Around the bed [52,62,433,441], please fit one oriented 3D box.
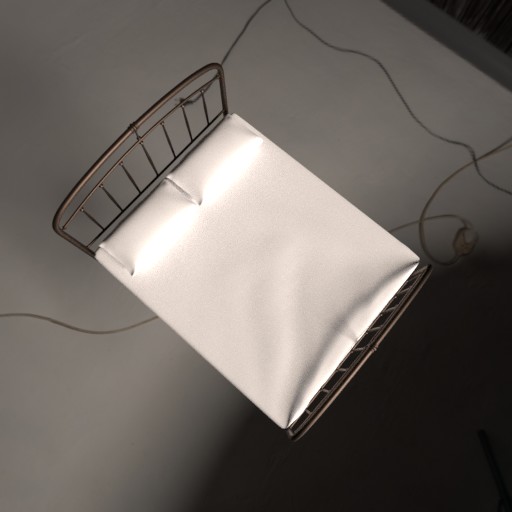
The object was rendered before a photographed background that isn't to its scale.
[{"bbox_3d":[0.000,0.000,3.389,2.180,1.425,1.711,40,79,9],"label":"bed"}]
